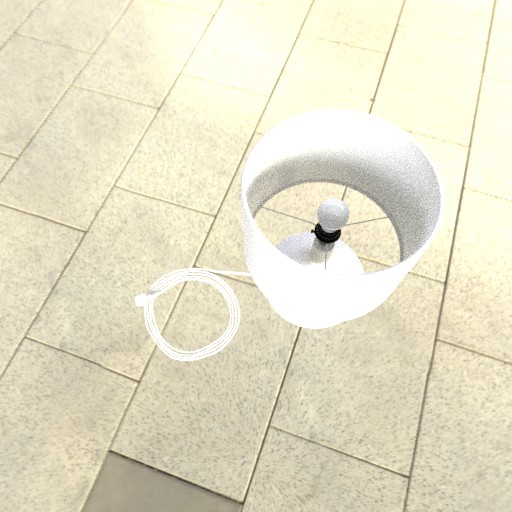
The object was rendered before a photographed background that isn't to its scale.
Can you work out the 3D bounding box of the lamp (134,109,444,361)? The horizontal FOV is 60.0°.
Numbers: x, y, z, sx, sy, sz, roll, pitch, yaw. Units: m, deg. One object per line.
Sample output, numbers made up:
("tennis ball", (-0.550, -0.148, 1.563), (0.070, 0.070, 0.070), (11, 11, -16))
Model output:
("lamp", (0.000, 0.000, 0.870), (0.546, 0.457, 0.401), (16, 66, 7))
